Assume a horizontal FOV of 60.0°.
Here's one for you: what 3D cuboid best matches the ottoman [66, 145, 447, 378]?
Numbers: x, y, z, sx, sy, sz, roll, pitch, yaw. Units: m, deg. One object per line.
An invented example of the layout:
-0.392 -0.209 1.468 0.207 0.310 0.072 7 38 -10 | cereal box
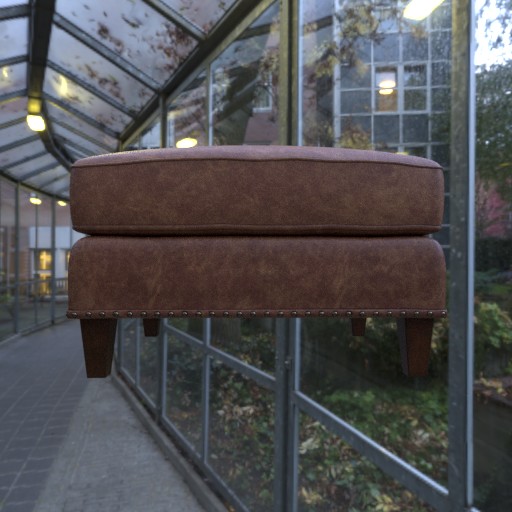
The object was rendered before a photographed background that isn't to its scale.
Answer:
0.000 0.000 1.133 0.742 0.486 0.586 0 -1 -1 | ottoman
